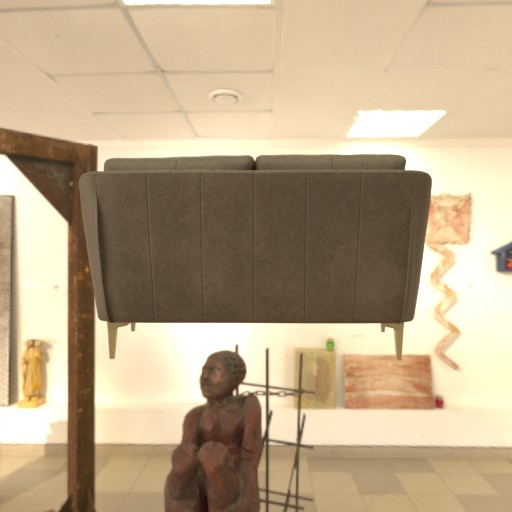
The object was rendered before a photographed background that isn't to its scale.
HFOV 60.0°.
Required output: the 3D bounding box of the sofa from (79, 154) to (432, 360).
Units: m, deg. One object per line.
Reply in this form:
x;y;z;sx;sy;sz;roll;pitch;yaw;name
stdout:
0.000;0.000;2.241;1.619;0.902;0.960;0;0;1;sofa
